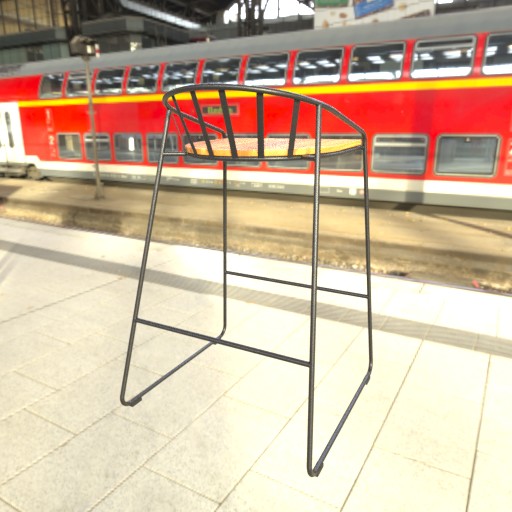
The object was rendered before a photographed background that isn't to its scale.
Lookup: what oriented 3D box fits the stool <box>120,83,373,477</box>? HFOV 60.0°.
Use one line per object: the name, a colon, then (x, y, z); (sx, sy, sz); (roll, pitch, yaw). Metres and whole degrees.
stool: (0.000, 0.000, 1.164); (0.546, 0.812, 0.521); (8, 18, 27)
